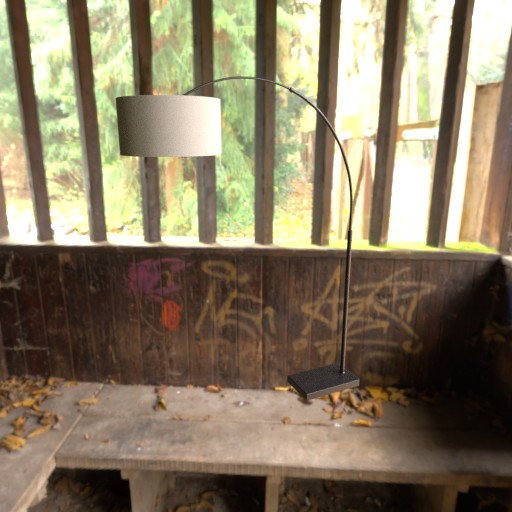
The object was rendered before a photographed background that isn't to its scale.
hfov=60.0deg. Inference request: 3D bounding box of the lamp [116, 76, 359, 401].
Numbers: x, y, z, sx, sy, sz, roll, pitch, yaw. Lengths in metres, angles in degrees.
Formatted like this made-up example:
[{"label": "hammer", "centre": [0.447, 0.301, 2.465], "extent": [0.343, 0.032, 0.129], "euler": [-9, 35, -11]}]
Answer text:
[{"label": "lamp", "centre": [0.000, 0.000, 2.558], "extent": [1.424, 1.927, 0.493], "euler": [-7, 17, -24]}]
